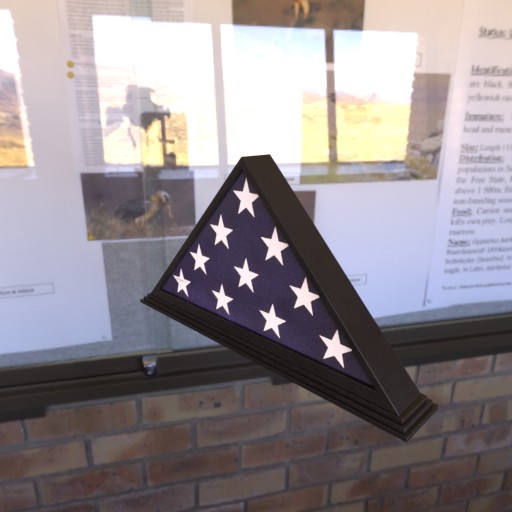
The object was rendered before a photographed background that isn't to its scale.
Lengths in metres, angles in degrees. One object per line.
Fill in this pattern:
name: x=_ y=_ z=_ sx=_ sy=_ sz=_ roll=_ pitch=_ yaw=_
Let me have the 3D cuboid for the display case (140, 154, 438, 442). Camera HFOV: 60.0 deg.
display case: x=0.000 y=0.000 z=0.766 sx=0.640 sy=0.340 sz=0.095 roll=17 pitch=24 yaw=42
